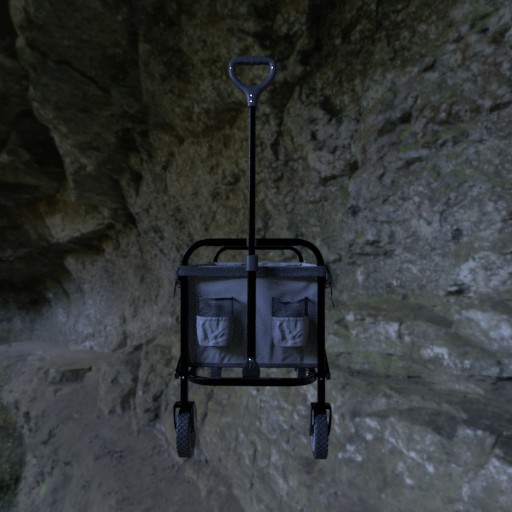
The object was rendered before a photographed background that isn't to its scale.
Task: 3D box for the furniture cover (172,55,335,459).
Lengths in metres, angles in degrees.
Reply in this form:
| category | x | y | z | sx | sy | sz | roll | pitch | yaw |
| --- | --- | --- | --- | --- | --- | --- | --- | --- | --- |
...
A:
| category | x | y | z | sx | sy | sz | roll | pitch | yaw |
| --- | --- | --- | --- | --- | --- | --- | --- | --- | --- |
| furniture cover | 0.000 | 0.000 | 1.807 | 0.532 | 1.295 | 1.038 | 0 | 0 | 2 |
